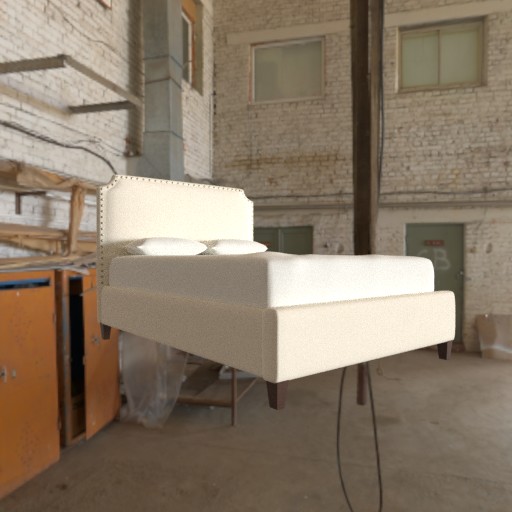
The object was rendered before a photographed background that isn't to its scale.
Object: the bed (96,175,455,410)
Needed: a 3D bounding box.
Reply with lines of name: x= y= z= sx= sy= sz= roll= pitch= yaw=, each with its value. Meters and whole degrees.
bed: x=0.000 y=0.000 z=3.484 sx=1.712 sy=1.443 sz=2.365 roll=0 pitch=0 yaw=-39
